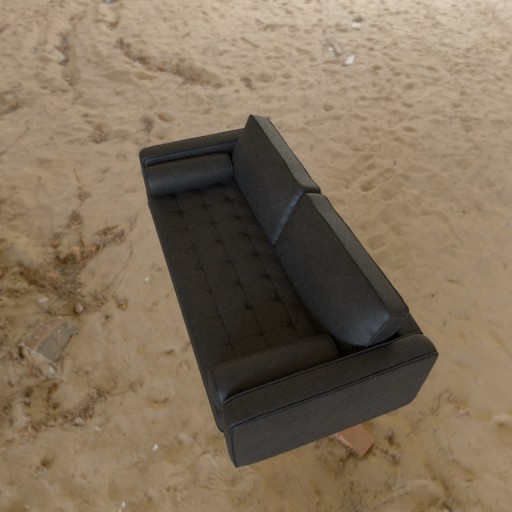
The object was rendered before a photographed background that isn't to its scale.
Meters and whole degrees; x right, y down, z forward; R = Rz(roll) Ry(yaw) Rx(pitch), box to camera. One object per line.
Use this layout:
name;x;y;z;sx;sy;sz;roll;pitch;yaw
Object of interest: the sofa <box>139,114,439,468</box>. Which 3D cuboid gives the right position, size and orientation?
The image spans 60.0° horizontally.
sofa;0.000;0.000;2.387;0.921;0.770;1.879;-15;49;-14
